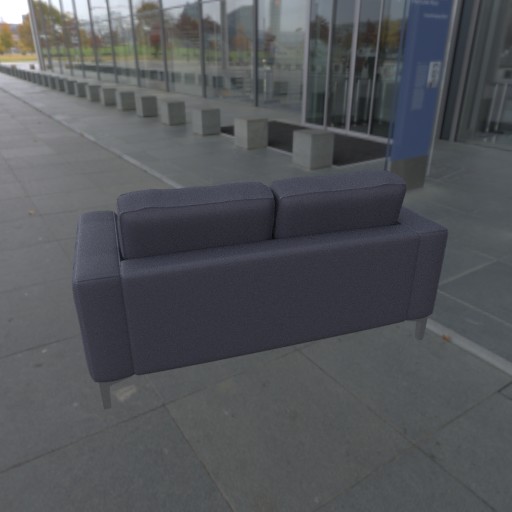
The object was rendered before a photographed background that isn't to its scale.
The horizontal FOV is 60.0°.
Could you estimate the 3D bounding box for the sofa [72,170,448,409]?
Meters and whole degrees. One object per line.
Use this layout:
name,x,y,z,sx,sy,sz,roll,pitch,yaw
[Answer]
sofa,0.000,0.000,2.300,1.726,0.893,0.833,-8,26,-17
